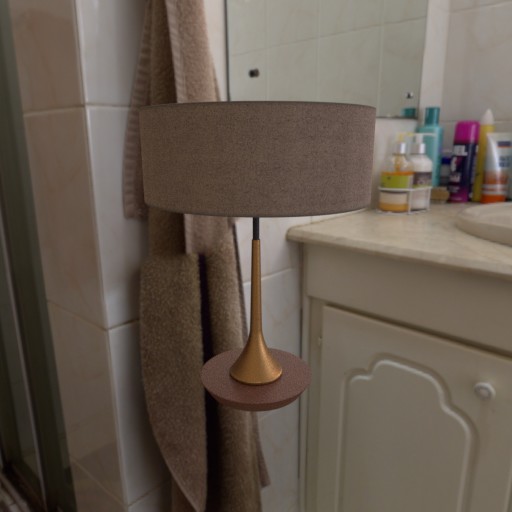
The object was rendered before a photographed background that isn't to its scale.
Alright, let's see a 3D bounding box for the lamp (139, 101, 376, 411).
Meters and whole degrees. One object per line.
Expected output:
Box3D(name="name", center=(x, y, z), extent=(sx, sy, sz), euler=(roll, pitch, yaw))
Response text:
Box3D(name="lamp", center=(0.000, 0.000, 0.850), extent=(0.417, 0.551, 0.396), euler=(14, 20, 43))
